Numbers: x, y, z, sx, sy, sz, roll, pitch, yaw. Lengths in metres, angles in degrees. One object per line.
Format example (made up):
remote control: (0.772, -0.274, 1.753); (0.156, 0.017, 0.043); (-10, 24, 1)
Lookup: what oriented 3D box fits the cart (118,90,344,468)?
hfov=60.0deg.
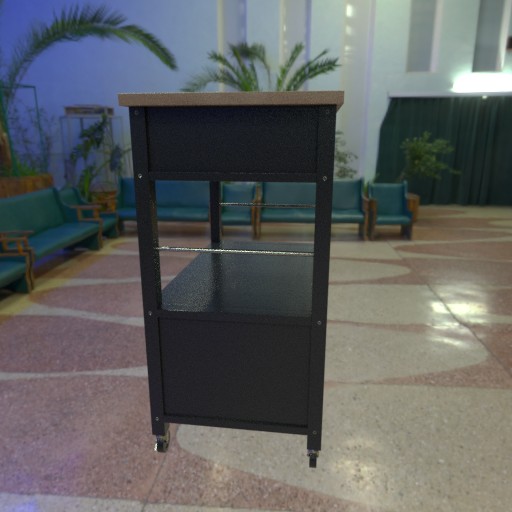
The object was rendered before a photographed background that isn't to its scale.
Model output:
cart: (0.000, 0.000, 1.397); (0.459, 0.901, 0.840); (2, 15, 8)
